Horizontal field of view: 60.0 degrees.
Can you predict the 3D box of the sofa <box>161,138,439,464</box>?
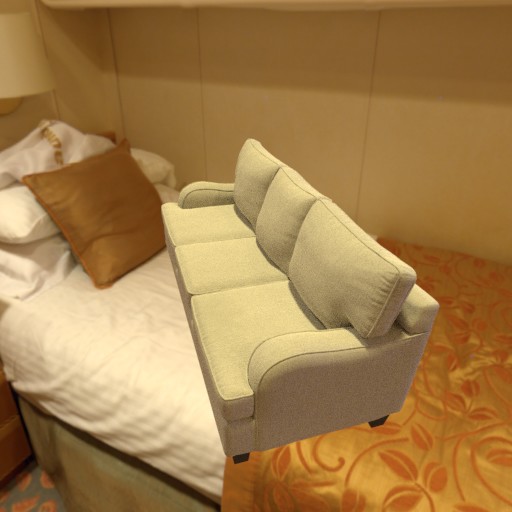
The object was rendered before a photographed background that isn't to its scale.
[{"bbox_3d":[0.000,0.000,2.912,1.016,0.991,2.323,-8,29,-15],"label":"sofa"}]
